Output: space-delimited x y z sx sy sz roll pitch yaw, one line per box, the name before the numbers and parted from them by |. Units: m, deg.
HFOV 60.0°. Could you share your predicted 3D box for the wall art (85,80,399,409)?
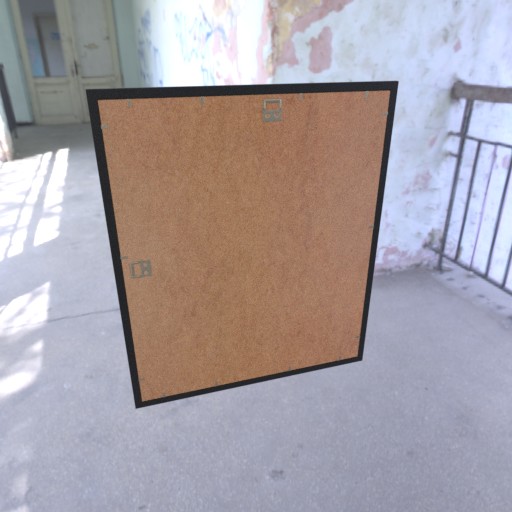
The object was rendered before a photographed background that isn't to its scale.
wall art | 0.000 0.000 0.912 0.559 0.660 0.018 -8 27 -15
